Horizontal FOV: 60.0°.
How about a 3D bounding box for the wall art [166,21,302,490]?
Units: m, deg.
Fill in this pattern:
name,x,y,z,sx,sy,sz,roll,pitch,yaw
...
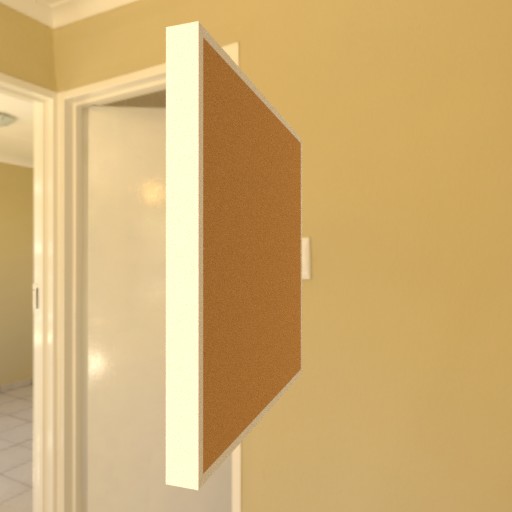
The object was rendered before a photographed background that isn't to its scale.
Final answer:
name,x,y,z,sx,sy,sz,roll,pitch,yaw
wall art,0.000,0.000,0.435,0.024,0.304,0.304,0,0,19
